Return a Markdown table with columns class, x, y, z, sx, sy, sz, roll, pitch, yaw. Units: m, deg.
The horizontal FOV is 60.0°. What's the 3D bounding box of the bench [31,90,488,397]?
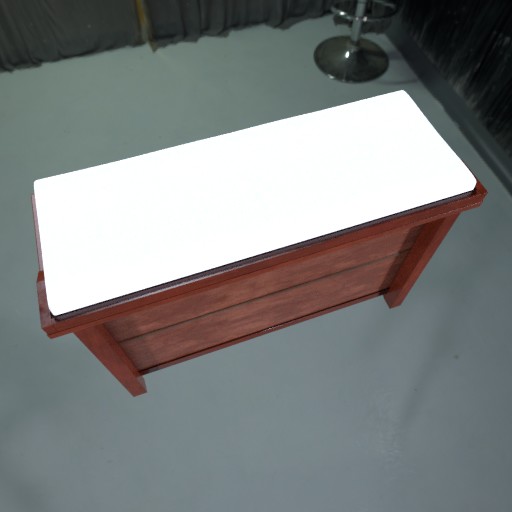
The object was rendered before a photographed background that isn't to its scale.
| class | x | y | z | sx | sy | sz | roll | pitch | yaw |
| --- | --- | --- | --- | --- | --- | --- | --- | --- | --- |
| bench | 0.000 | 0.000 | 1.254 | 0.987 | 0.646 | 0.369 | -17 | 60 | -10 |
